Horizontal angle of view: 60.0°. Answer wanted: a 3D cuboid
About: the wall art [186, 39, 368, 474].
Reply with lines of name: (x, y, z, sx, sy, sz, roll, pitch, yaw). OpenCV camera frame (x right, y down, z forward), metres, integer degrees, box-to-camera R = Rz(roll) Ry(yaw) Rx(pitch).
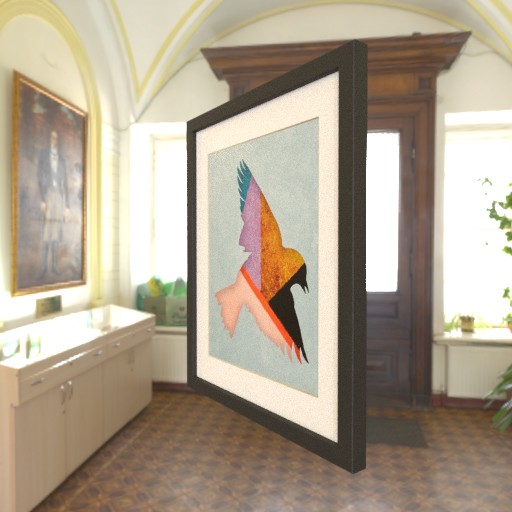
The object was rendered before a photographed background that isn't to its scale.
wall art: (0.000, 0.000, 0.759, 0.028, 0.558, 0.457, -1, 1, -36)
